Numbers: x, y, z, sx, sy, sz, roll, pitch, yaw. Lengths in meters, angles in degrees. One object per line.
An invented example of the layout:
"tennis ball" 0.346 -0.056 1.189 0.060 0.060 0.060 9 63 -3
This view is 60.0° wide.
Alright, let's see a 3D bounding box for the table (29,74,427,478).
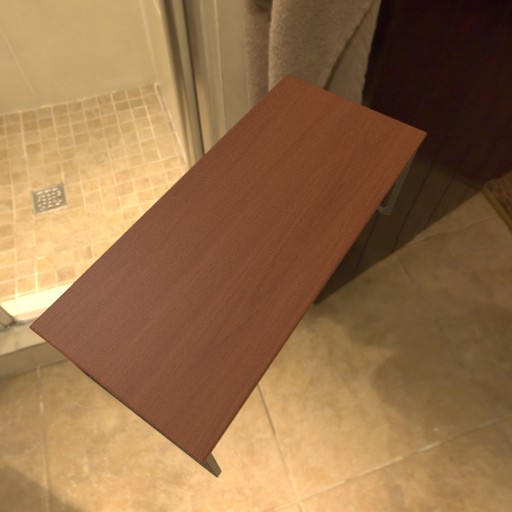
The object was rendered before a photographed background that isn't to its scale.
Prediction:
"table" 0.000 0.000 1.340 0.500 0.400 1.100 30 63 17
